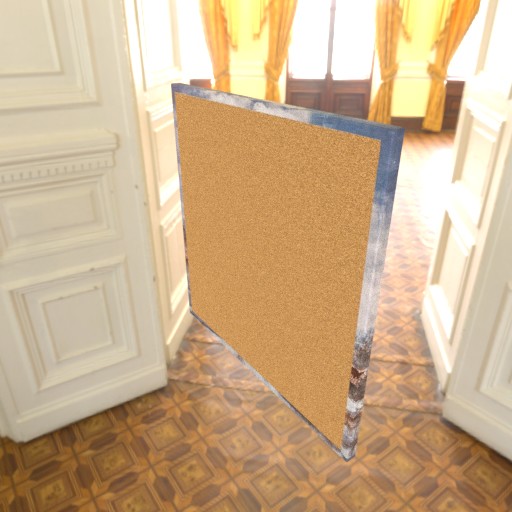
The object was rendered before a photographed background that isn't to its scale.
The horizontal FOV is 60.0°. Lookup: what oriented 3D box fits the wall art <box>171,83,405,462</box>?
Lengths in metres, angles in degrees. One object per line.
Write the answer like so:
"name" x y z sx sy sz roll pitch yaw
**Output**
"wall art" 0.000 0.000 1.516 0.040 1.020 1.010 -19 33 -32
